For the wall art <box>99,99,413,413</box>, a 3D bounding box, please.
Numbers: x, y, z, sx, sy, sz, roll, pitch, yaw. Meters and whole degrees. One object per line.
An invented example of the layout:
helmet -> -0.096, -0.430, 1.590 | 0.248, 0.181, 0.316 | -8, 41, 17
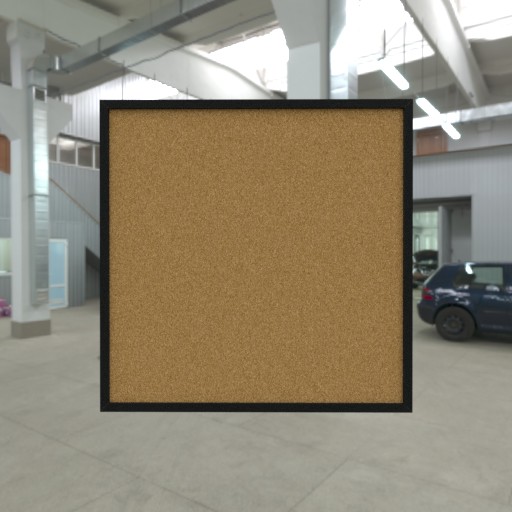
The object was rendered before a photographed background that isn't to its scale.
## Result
wall art -> 0.000, 0.000, 0.451 | 0.305, 0.305, 0.037 | 0, 0, 0
